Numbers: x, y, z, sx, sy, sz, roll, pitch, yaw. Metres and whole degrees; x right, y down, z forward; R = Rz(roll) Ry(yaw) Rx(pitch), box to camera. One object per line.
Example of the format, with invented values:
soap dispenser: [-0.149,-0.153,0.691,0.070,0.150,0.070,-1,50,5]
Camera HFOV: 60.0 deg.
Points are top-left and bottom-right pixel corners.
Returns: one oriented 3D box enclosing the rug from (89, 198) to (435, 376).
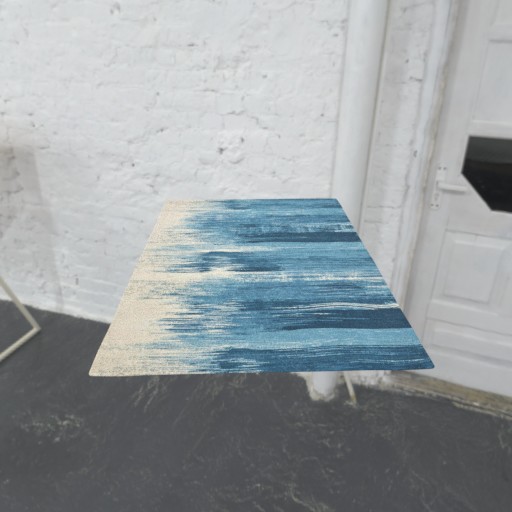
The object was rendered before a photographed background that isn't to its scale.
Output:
rug: [0.000,0.000,2.371,1.232,0.009,1.836,-1,26,-2]
